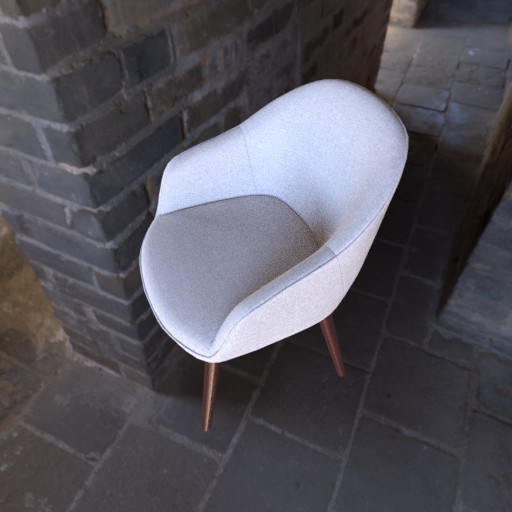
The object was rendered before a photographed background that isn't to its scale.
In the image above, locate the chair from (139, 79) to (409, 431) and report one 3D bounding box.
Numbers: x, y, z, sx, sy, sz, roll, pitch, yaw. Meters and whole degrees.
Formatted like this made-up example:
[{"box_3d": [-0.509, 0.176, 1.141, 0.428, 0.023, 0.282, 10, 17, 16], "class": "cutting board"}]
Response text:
[{"box_3d": [0.000, 0.000, 1.245, 0.635, 0.823, 0.596, -17, 49, -15], "class": "chair"}]
